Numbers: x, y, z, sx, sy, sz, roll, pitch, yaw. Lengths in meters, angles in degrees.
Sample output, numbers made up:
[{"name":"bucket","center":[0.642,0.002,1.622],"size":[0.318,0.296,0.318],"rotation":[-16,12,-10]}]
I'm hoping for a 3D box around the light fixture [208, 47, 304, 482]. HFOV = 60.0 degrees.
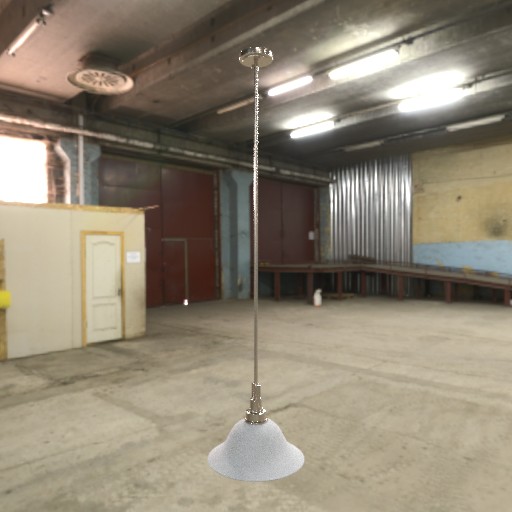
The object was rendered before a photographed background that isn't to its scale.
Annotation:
[{"name":"light fixture","center":[0.000,0.000,1.490],"size":[0.324,1.354,0.324],"rotation":[0,0,-17]}]
